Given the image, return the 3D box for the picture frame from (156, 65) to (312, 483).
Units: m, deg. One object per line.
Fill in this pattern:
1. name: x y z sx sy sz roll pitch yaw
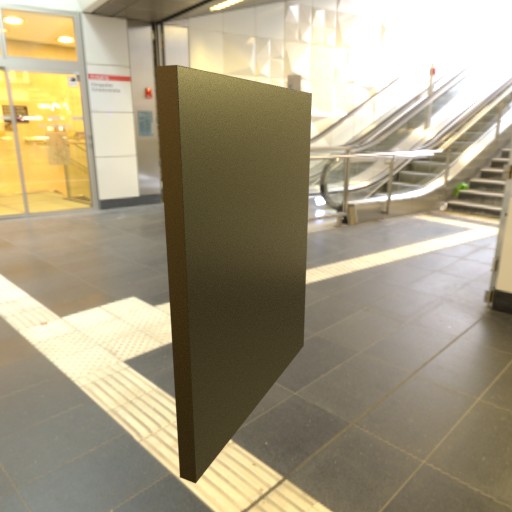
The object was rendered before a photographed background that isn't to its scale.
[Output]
1. picture frame: 0.000 0.000 0.764 0.028 0.556 0.460 8 18 24
